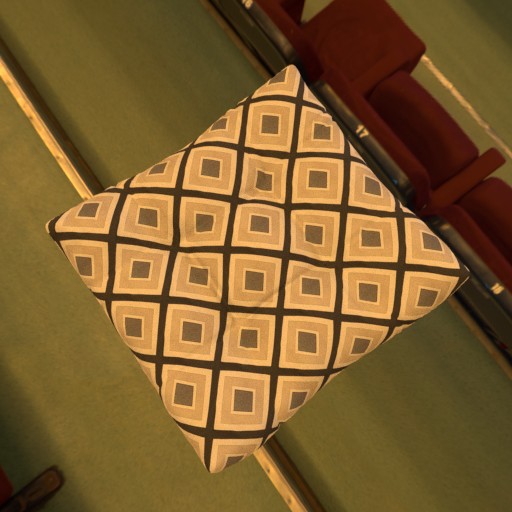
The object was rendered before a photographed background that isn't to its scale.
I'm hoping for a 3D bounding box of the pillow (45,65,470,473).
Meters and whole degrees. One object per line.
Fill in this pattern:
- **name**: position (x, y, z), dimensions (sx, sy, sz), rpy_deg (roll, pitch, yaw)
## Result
- **pillow**: position (0.000, 0.000, 0.713), dimensions (0.490, 0.128, 0.468), rpy_deg (-36, 79, -8)
